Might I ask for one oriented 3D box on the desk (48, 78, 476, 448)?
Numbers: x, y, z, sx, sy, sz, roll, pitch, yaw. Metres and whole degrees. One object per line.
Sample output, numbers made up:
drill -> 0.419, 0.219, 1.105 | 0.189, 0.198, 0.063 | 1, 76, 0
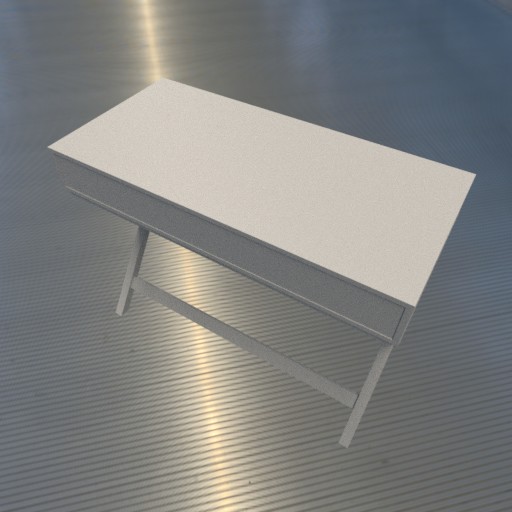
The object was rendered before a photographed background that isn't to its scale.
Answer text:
desk -> 0.000, 0.000, 1.495 | 1.057, 0.780, 0.525 | 24, 51, 21
